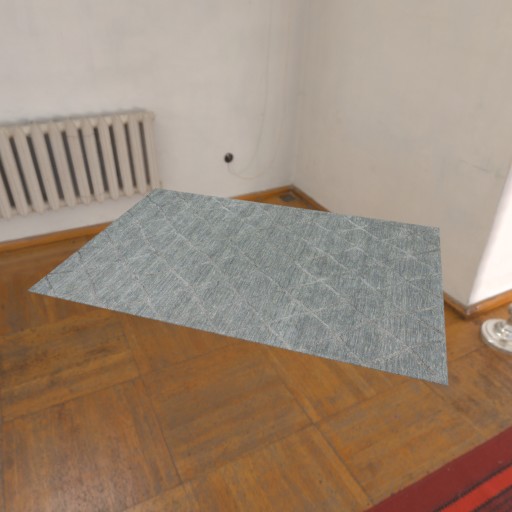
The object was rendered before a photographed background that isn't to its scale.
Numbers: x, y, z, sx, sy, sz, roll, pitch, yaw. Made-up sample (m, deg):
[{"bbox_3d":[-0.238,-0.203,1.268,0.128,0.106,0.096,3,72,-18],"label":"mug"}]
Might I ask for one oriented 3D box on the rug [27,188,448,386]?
[{"bbox_3d":[0.000,0.000,2.875,2.283,0.006,1.521,10,34,15],"label":"rug"}]
